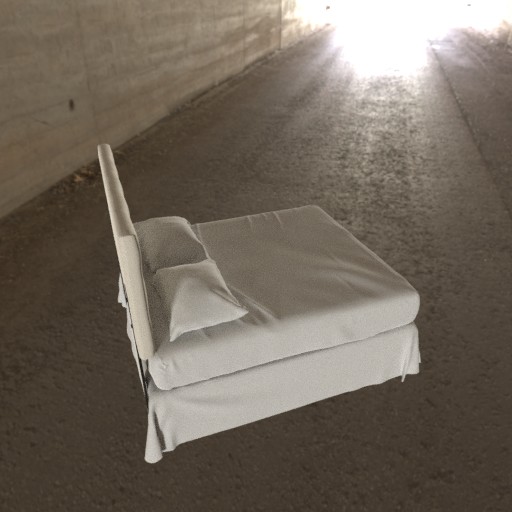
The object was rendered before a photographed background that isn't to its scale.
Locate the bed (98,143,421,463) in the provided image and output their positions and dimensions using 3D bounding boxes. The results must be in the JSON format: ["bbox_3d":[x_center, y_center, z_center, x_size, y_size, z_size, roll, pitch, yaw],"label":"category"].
[{"bbox_3d":[0.000,0.000,3.534,2.222,1.577,1.936,-11,33,-17],"label":"bed"}]
